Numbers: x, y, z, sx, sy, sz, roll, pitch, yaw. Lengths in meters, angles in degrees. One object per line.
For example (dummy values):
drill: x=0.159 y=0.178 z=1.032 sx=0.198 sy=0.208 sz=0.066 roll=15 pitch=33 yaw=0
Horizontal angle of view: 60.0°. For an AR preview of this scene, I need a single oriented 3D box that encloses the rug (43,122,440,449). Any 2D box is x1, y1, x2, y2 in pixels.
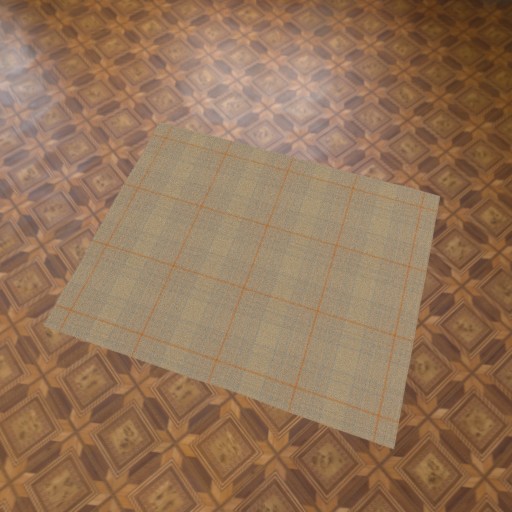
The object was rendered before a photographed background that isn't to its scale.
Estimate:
rug: x=0.000 y=0.000 z=4.112 sx=3.051 sy=0.021 sz=2.448 roll=17 pitch=65 yaw=8
